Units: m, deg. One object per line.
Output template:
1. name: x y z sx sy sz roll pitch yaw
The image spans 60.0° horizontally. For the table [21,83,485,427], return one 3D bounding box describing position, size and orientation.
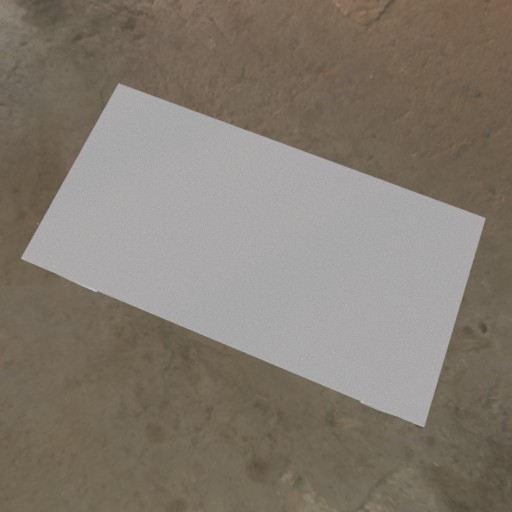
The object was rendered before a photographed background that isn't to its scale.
1. table: 0.000 0.000 1.671 1.350 0.470 0.700 22 77 5
